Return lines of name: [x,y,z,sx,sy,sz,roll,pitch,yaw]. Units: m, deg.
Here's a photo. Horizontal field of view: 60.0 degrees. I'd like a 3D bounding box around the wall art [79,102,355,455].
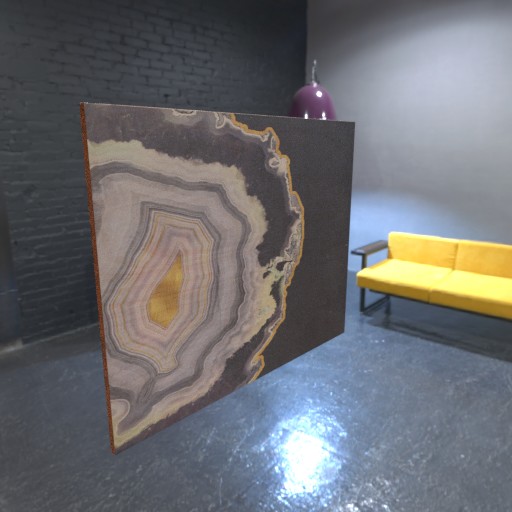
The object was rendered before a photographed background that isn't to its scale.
wall art: [0.000,0.000,0.672,0.010,0.408,0.508,13,19,42]
